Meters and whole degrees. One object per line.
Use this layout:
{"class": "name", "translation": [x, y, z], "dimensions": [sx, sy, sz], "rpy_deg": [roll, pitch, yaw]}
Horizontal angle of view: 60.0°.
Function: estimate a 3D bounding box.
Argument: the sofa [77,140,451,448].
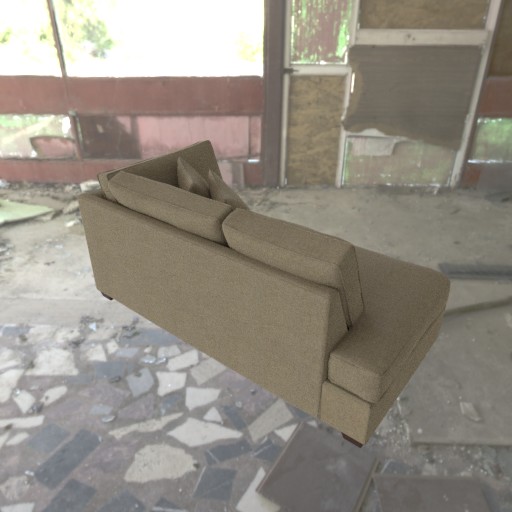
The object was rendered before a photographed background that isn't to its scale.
{"class": "sofa", "translation": [0.000, 0.000, 2.885], "dimensions": [2.238, 1.019, 1.110], "rpy_deg": [21, 35, 33]}
